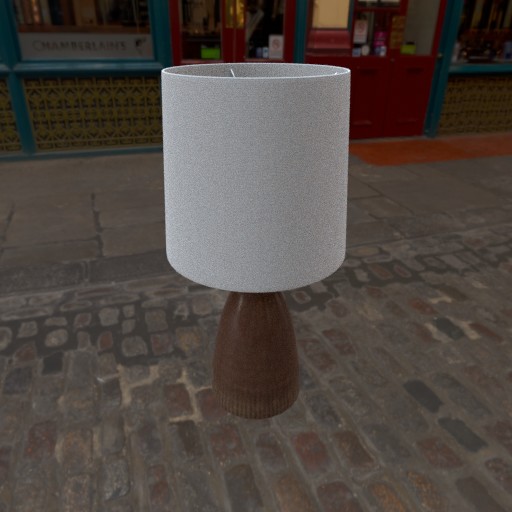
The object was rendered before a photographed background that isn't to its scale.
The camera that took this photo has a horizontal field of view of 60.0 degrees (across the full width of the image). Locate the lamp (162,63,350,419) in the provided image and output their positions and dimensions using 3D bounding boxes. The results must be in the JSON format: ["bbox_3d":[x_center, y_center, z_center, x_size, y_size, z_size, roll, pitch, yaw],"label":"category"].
[{"bbox_3d":[0.000,0.000,0.474,0.186,0.369,0.186,0,27,0],"label":"lamp"}]
